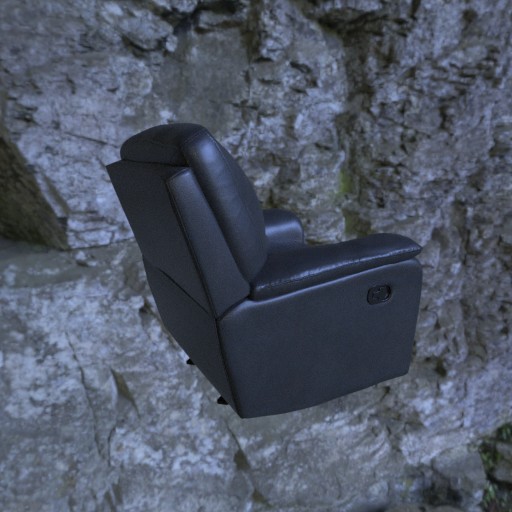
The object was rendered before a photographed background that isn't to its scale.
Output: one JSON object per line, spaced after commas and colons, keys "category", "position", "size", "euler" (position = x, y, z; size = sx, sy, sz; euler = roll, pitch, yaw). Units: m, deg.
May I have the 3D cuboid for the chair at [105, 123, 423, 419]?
{"category": "chair", "position": [0.000, 0.000, 1.982], "size": [1.087, 1.109, 1.096], "euler": [-7, 15, -27]}
